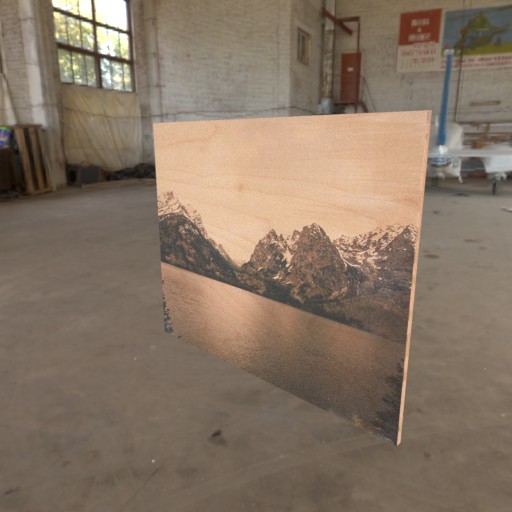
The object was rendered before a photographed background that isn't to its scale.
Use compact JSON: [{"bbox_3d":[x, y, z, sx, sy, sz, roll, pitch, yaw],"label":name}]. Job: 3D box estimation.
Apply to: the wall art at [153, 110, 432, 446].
[{"bbox_3d":[0.000,0.000,0.688,0.508,0.408,0.010,14,20,42],"label":"wall art"}]
